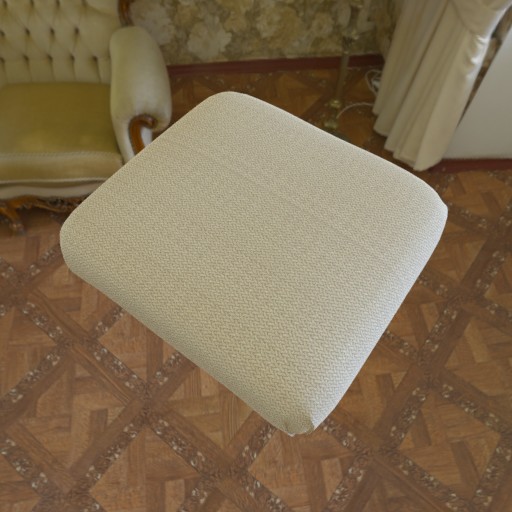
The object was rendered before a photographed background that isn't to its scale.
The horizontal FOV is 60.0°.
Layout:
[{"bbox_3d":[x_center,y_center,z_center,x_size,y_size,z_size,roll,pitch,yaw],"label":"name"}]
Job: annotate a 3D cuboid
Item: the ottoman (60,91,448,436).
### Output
[{"bbox_3d":[0.000,0.000,1.080,0.684,0.447,0.622,32,64,18],"label":"ottoman"}]
